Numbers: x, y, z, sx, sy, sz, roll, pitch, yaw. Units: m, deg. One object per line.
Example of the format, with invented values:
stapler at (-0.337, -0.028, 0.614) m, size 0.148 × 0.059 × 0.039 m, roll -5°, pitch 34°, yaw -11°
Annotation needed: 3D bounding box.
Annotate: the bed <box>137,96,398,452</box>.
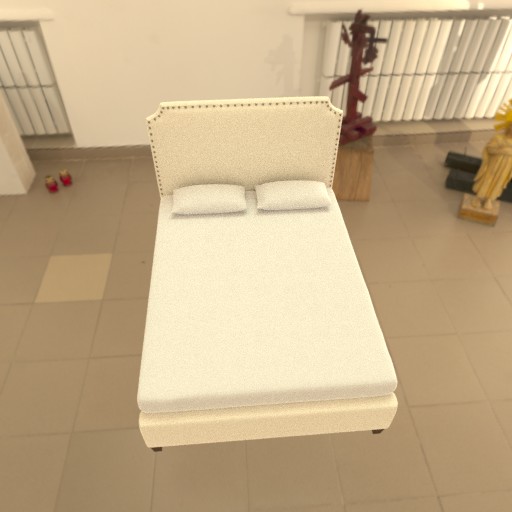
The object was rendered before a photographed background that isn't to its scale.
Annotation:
bed at (0.000, 0.000, 3.468) m, size 1.712 × 1.497 × 2.372 m, roll -3°, pitch 45°, yaw -3°
